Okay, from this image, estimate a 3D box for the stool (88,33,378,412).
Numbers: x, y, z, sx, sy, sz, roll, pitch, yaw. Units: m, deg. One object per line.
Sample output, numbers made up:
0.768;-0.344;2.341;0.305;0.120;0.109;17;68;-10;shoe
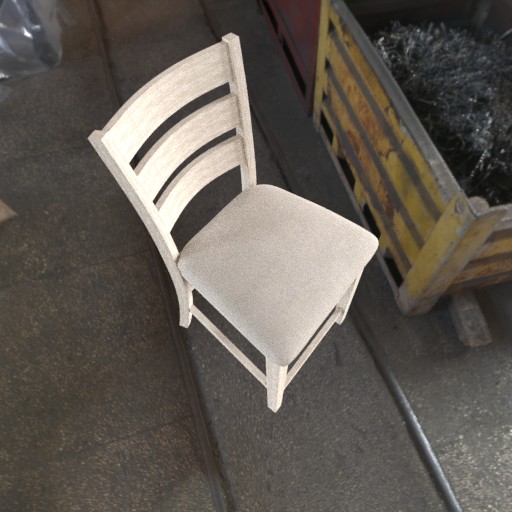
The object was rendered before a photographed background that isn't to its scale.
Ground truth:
0.000;0.000;1.335;0.569;1.032;0.484;34;65;19;stool
